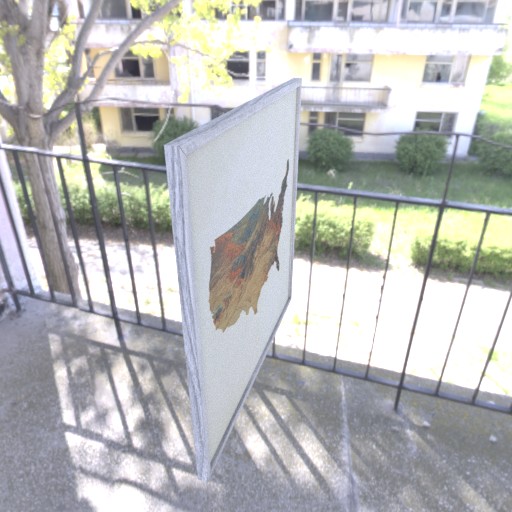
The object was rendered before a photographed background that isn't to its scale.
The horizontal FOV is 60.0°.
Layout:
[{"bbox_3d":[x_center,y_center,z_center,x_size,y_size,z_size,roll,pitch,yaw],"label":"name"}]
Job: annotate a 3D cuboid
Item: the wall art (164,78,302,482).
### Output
[{"bbox_3d":[0.000,0.000,0.754,0.016,0.507,0.508,9,30,16],"label":"wall art"}]
